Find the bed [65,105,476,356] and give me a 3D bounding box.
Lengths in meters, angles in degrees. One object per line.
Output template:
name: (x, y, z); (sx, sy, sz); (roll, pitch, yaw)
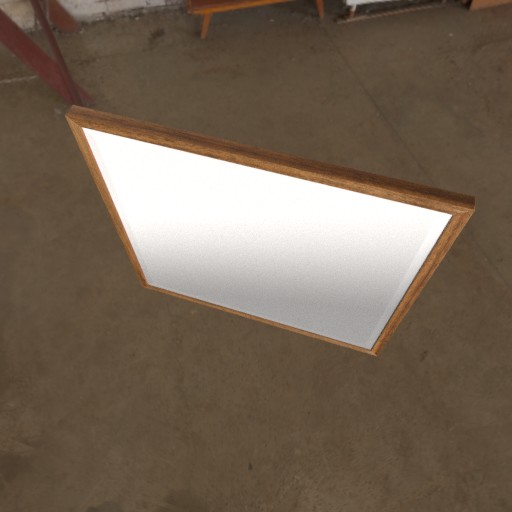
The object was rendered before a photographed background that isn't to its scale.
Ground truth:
bed: (0.000, 0.000, 1.483); (1.041, 0.940, 0.043); (15, 59, 9)
